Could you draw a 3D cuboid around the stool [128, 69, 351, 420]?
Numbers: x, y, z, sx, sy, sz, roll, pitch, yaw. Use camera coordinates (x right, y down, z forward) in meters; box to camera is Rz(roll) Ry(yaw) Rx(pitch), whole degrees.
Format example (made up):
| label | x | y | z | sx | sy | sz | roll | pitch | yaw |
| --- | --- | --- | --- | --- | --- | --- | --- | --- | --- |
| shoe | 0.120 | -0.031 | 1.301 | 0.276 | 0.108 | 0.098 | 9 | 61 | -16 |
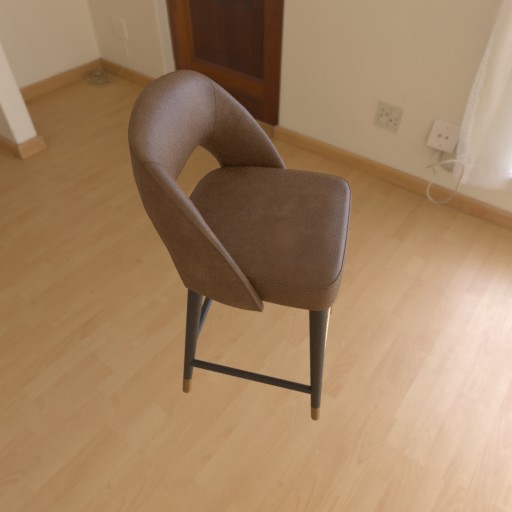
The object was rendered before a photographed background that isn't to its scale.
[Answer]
| label | x | y | z | sx | sy | sz | roll | pitch | yaw |
| --- | --- | --- | --- | --- | --- | --- | --- | --- | --- |
| stool | 0.000 | 0.000 | 1.264 | 0.509 | 0.940 | 0.494 | 9 | 46 | 9 |
